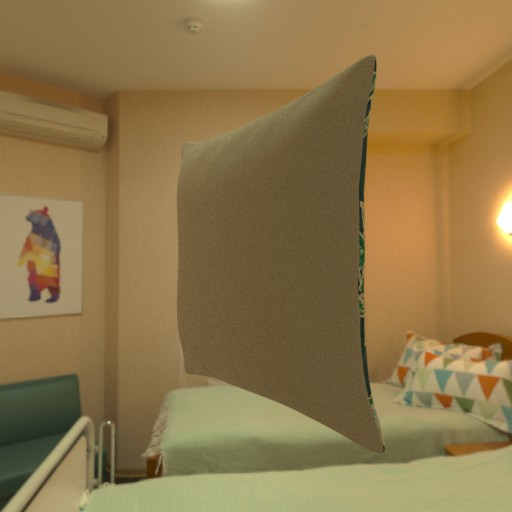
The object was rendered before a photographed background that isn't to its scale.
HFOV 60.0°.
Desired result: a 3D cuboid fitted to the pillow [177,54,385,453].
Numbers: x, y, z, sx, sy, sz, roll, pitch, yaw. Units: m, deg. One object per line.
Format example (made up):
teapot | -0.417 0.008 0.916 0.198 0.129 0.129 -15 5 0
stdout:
pillow | 0.000 0.000 0.770 0.166 0.508 0.525 1 -2 -37
